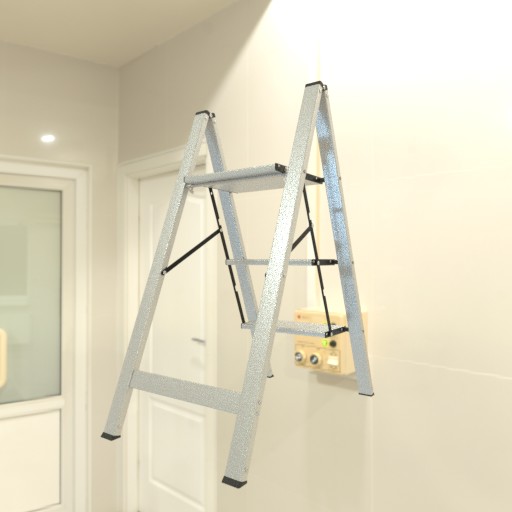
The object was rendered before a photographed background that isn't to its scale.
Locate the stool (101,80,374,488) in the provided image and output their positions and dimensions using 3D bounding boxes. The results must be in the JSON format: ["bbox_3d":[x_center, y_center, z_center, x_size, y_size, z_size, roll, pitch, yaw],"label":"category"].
[{"bbox_3d":[0.000,0.000,1.278,0.441,0.902,0.730,0,-1,35],"label":"stool"}]
